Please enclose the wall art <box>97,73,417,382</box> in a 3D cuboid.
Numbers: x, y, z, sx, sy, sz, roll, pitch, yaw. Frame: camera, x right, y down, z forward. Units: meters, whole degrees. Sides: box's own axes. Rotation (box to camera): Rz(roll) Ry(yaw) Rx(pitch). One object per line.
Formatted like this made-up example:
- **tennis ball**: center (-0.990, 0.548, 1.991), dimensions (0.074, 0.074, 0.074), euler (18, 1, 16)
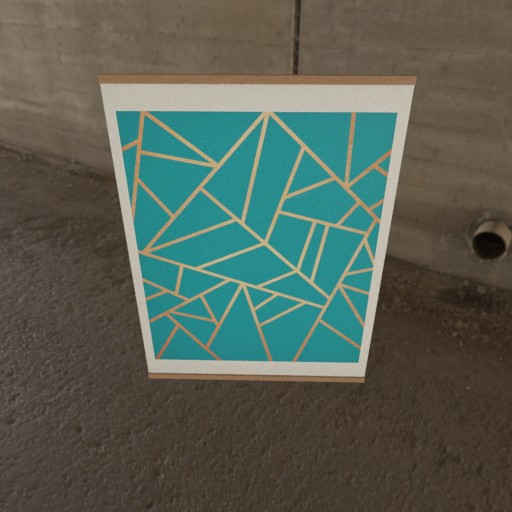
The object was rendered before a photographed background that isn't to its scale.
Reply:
- **wall art**: center (0.000, 0.000, 0.795), dimensions (0.459, 0.608, 0.012), euler (1, 31, 1)
